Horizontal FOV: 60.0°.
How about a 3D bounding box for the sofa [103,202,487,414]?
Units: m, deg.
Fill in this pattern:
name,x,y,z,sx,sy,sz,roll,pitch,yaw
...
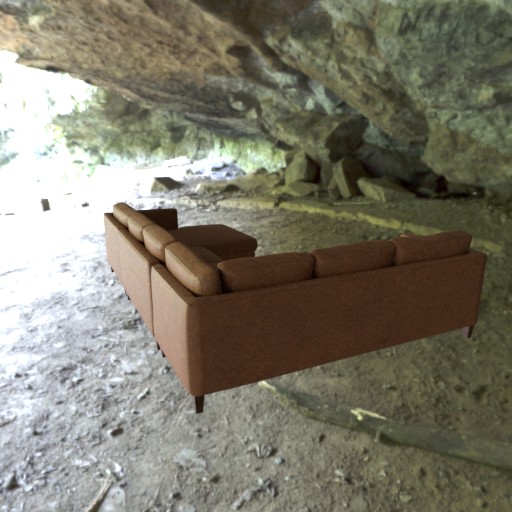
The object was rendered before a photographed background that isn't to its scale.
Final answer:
name,x,y,z,sx,sy,sz,roll,pitch,yaw
sofa,0.000,0.000,4.622,2.593,0.923,3.460,-7,17,-25
